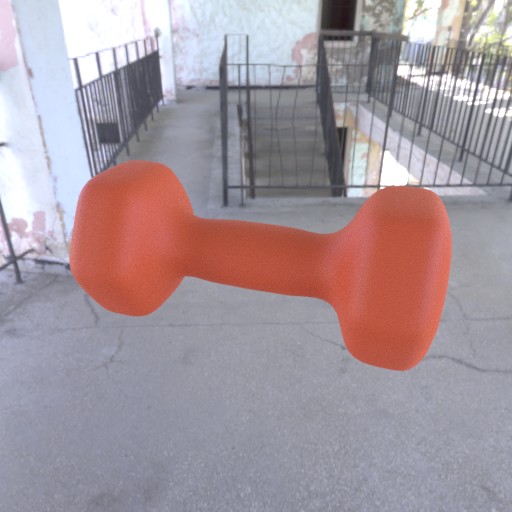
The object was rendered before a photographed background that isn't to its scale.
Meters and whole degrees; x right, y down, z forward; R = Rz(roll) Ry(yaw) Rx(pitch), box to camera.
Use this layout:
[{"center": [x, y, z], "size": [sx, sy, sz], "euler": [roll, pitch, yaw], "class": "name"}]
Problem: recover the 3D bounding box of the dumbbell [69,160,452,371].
[{"center": [0.000, 0.000, 0.204], "size": [0.162, 0.071, 0.079], "euler": [9, 29, 16], "class": "dumbbell"}]
